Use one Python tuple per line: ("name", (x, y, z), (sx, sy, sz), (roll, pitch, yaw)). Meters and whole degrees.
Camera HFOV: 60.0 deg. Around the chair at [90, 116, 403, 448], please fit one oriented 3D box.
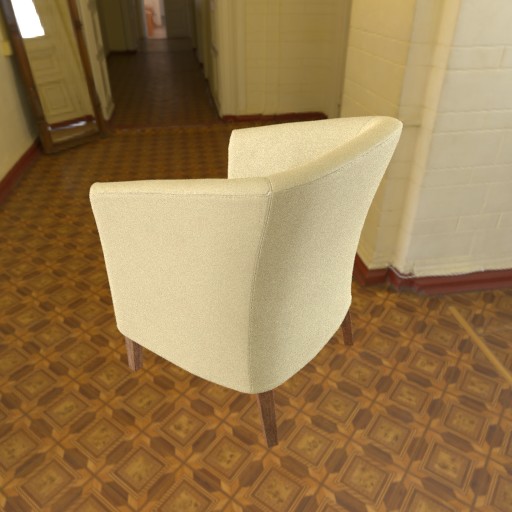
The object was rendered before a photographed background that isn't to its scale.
("chair", (0.000, 0.000, 1.325), (0.657, 0.822, 0.643), (21, 38, 30))
